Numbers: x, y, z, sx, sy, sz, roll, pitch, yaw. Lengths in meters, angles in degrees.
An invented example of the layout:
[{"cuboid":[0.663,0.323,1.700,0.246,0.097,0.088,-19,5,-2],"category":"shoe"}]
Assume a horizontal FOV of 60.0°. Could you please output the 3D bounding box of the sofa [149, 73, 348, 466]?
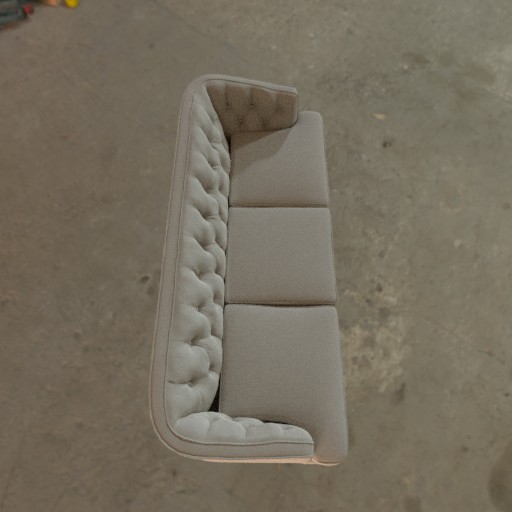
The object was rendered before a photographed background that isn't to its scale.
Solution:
[{"cuboid":[0.000,0.000,2.672,0.941,0.855,2.278,0,63,0],"category":"sofa"}]
